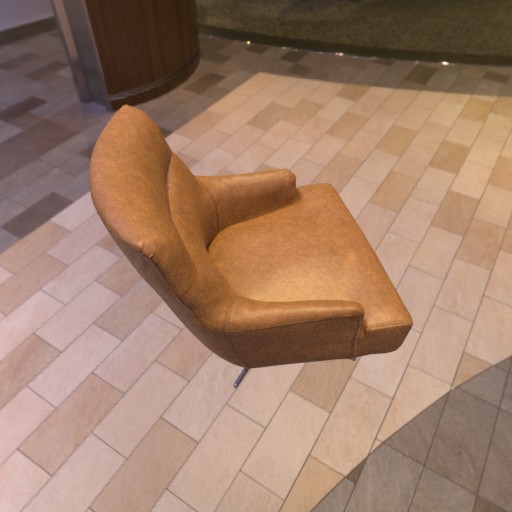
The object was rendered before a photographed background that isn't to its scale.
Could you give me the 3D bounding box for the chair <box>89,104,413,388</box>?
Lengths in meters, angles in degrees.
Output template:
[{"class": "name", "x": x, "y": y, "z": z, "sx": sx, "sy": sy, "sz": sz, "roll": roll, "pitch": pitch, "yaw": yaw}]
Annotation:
[{"class": "chair", "x": 0.000, "y": 0.000, "z": 1.497, "sx": 0.874, "sy": 0.869, "sz": 0.729, "roll": -10, "pitch": 48, "yaw": -10}]
